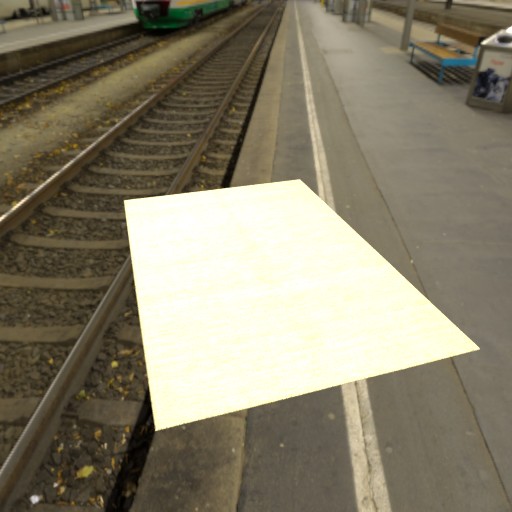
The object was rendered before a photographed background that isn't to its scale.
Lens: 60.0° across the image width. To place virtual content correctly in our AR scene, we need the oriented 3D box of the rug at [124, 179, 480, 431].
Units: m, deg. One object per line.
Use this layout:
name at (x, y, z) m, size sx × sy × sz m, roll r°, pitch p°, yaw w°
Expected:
rug at (0.000, 0.000, 2.319) m, size 1.250 × 0.015 × 1.850 m, roll -9°, pitch 33°, yaw -15°
